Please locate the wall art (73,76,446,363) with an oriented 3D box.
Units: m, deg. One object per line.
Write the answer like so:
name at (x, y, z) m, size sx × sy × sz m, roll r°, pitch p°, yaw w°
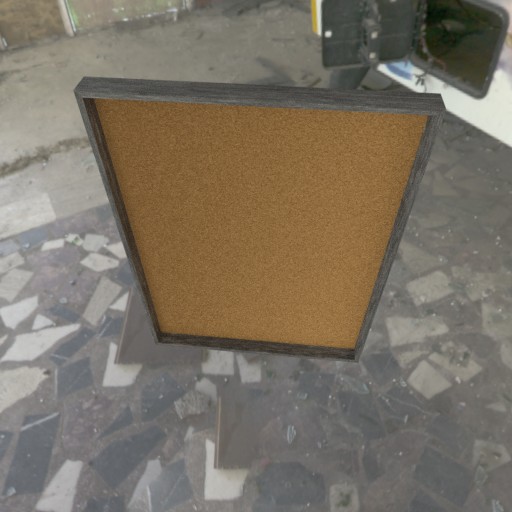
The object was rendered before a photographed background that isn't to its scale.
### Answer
wall art at (0.000, 0.000, 1.298) m, size 0.762 × 1.016 × 0.063 m, roll 4°, pitch 48°, yaw 4°
